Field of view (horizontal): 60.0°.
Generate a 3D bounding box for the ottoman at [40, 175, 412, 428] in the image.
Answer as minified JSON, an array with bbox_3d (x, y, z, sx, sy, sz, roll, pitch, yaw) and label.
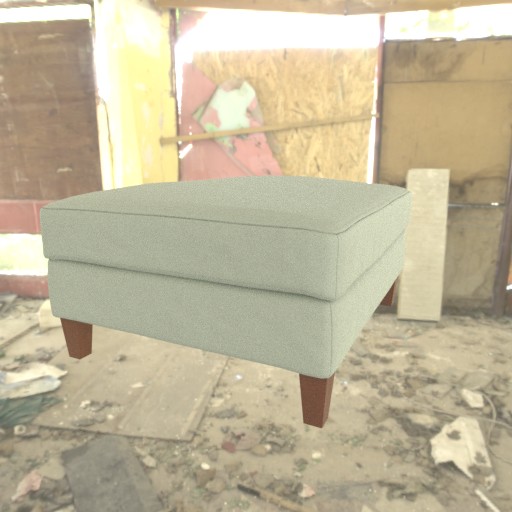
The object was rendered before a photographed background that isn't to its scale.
[{"bbox_3d":[0.000,0.000,1.454,0.842,0.494,0.991,7,15,25],"label":"ottoman"}]
